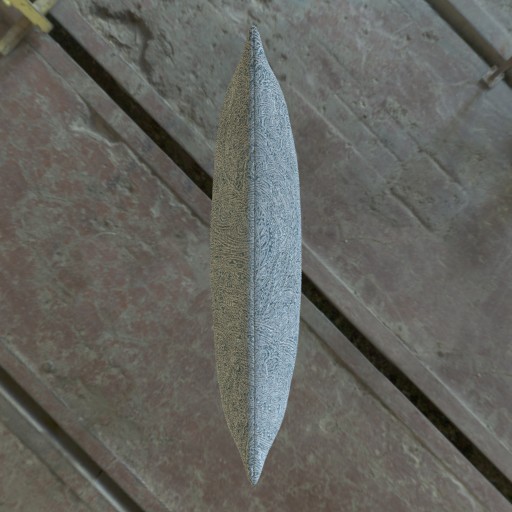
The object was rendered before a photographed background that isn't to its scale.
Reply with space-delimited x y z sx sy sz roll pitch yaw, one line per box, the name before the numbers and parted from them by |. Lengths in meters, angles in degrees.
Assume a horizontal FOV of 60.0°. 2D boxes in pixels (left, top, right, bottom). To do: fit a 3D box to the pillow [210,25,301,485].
pillow | 0.000 0.000 0.735 0.151 0.295 0.615 0 91 1
